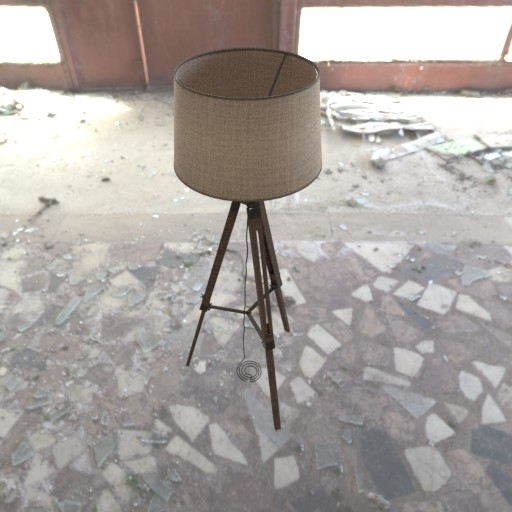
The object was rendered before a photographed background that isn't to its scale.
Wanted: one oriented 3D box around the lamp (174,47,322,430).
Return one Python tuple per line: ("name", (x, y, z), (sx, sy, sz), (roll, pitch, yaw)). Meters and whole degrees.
("lamp", (0.000, 0.000, 1.815), (0.604, 1.510, 0.587), (26, 48, 26))
